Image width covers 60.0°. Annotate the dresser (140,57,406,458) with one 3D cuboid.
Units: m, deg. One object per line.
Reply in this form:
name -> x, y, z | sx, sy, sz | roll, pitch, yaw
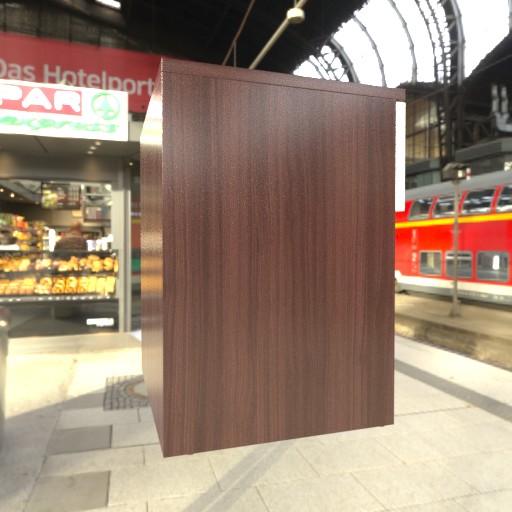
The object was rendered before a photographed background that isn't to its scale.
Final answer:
dresser -> 0.000, 0.000, 0.763 | 0.360, 0.470, 0.400 | 0, 1, -18
